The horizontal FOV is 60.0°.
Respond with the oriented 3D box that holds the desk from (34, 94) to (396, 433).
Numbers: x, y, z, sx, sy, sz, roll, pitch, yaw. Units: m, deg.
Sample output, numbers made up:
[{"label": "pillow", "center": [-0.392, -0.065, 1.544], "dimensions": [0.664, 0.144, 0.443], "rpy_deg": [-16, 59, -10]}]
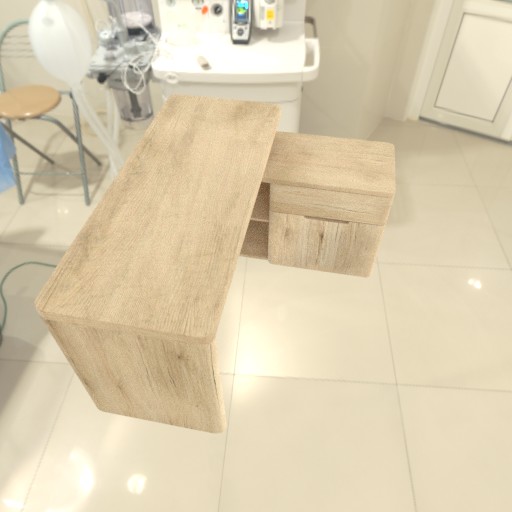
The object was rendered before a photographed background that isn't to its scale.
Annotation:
[{"label": "desk", "center": [0.000, 0.000, 2.054], "dimensions": [1.175, 0.770, 1.400], "rpy_deg": [8, 48, 7]}]
